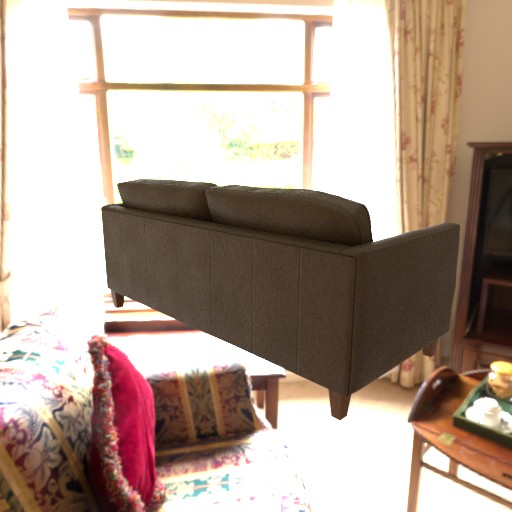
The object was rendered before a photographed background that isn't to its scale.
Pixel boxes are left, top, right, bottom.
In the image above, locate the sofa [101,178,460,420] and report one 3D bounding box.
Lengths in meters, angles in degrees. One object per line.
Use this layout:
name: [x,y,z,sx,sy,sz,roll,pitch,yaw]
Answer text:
sofa: [0.000,0.000,2.558,0.933,0.863,1.971,-12,18,-43]
